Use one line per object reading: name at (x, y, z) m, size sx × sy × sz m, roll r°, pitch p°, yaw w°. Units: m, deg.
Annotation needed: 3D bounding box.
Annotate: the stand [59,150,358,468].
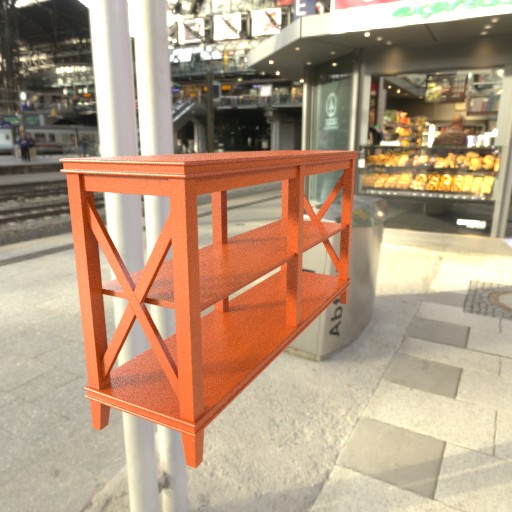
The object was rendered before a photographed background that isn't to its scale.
stand at (0.000, 0.000, 1.690) m, size 0.381 × 0.762 × 1.372 m, roll 7°, pitch 16°, yaw 27°
